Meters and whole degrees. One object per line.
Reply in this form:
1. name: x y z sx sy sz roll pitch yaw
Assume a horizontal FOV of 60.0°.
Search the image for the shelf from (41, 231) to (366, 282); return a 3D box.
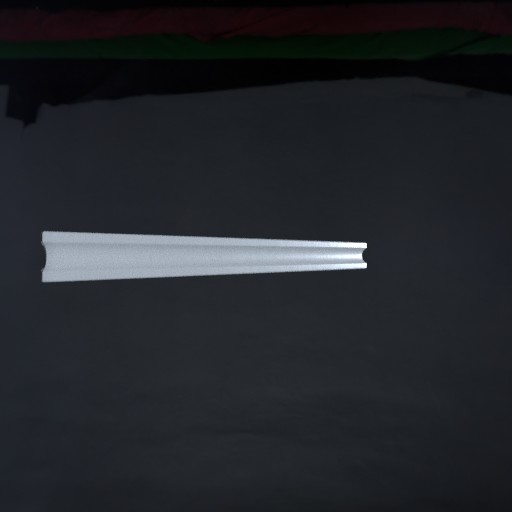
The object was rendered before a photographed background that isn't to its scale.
1. shelf: 0.000 0.000 0.448 0.296 0.035 0.296 0 0 0
